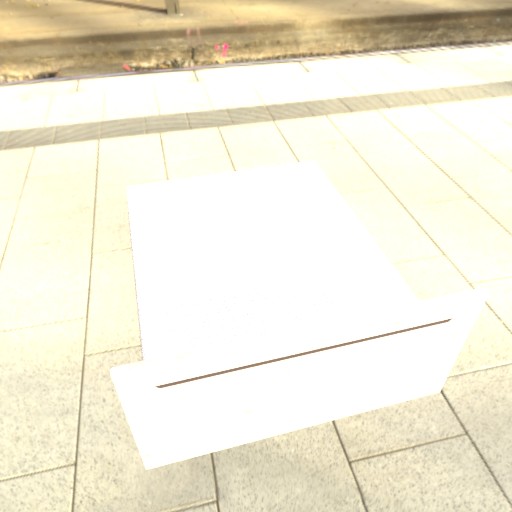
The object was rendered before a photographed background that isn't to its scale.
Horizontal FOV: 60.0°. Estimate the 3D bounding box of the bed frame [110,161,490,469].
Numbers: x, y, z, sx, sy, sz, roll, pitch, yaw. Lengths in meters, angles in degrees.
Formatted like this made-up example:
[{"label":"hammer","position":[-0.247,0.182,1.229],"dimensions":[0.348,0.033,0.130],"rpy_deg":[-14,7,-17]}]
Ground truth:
[{"label":"bed frame","position":[0.000,0.000,3.031],"dimensions":[1.800,0.900,2.080],"rpy_deg":[-10,42,-11]}]
